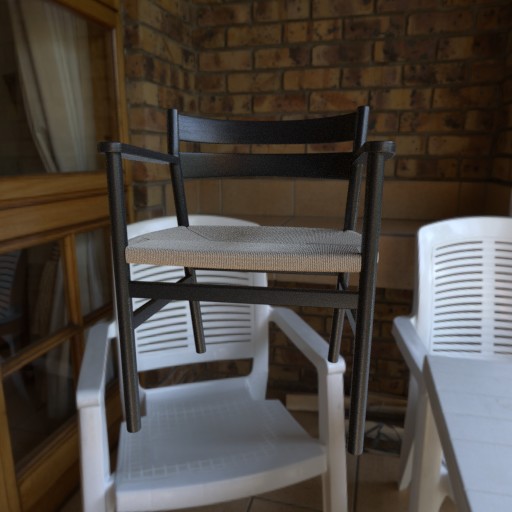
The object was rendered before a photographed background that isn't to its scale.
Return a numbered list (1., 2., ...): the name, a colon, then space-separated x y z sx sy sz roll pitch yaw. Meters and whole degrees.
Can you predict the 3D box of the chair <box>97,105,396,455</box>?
1. chair: 0.000 0.000 1.169 0.630 0.775 0.508 2 13 9
